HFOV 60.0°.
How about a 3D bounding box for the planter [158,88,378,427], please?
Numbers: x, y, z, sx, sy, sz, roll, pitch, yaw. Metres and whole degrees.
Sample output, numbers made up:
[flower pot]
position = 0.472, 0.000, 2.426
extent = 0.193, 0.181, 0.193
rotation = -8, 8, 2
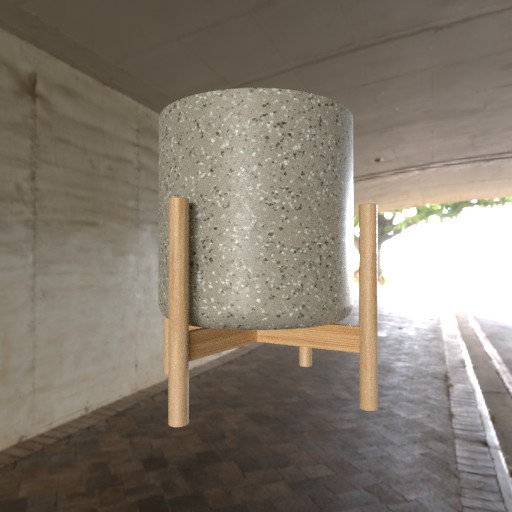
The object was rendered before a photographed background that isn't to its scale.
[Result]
[planter]
position = 0.000, 0.000, 0.705
extent = 0.360, 0.419, 0.360
rotation = 1, -1, -36
